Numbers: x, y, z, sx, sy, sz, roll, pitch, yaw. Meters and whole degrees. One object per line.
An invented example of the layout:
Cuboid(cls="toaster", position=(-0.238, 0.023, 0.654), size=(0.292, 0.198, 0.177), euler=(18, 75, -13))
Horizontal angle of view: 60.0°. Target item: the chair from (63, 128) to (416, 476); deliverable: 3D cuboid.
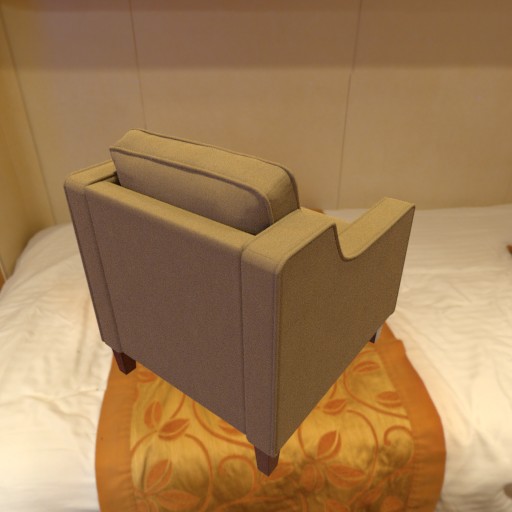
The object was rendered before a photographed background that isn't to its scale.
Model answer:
Cuboid(cls="chair", position=(0.000, 0.000, 1.640), size=(0.831, 0.960, 0.909), euler=(22, 37, 32))
